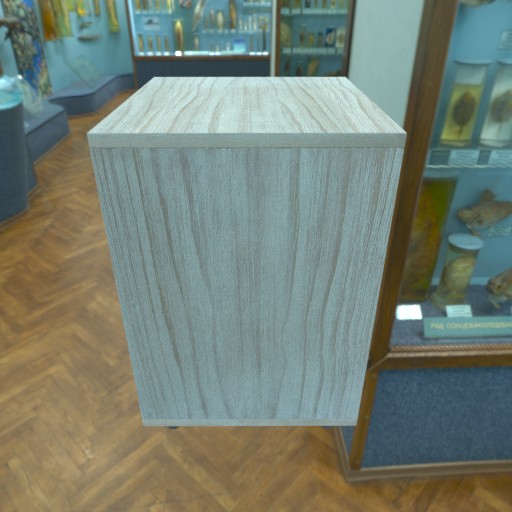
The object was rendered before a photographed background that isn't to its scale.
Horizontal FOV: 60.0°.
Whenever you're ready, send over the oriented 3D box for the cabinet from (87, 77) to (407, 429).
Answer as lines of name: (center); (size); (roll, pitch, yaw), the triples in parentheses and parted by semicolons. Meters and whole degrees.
cabinet: (0.000, 0.000, 0.846); (0.401, 0.579, 0.409); (0, 31, 0)
